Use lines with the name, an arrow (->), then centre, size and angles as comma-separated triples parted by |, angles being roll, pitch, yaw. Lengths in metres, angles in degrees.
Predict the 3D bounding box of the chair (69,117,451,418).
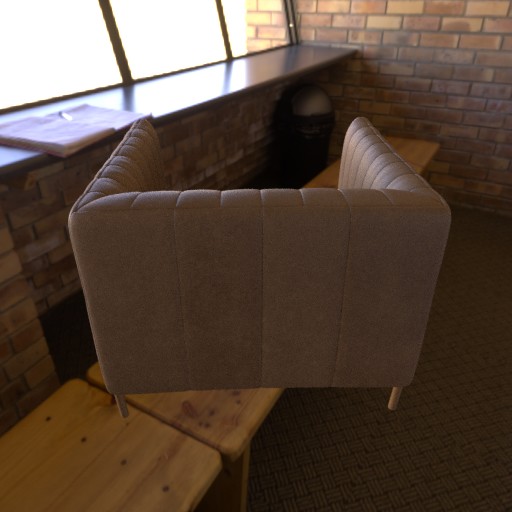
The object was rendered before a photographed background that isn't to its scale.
chair -> 0.000, 0.000, 1.574 | 0.981, 0.779, 0.876 | -1, 31, -2
